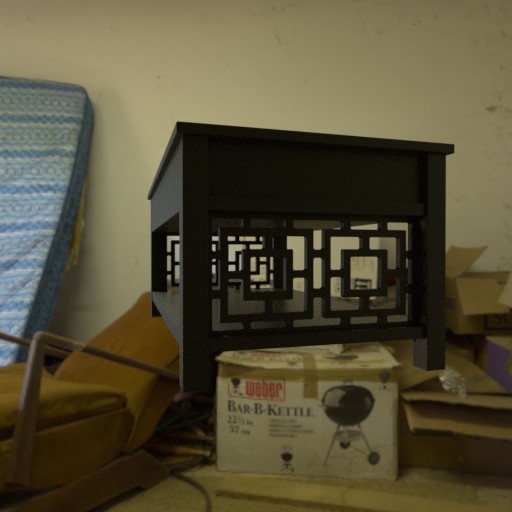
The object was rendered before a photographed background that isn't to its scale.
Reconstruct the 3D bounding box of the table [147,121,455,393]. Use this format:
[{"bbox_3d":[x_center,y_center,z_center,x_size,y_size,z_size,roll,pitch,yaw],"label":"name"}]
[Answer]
[{"bbox_3d":[0.000,0.000,1.394,0.612,0.493,1.068,0,0,-16],"label":"table"}]
